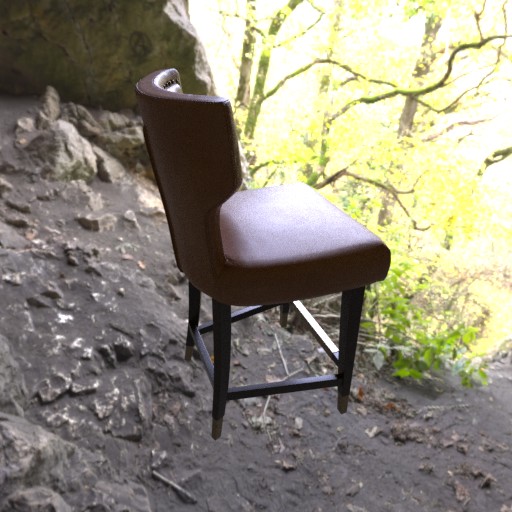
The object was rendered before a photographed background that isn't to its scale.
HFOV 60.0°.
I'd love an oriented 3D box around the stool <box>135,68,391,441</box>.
[{"bbox_3d":[0.000,0.000,1.296,0.563,0.982,0.526,-11,32,-18],"label":"stool"}]
